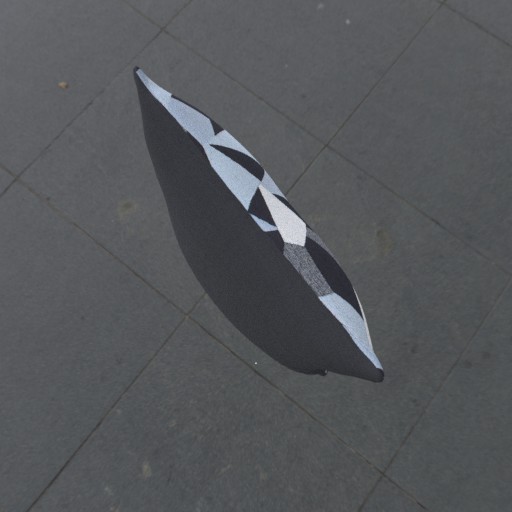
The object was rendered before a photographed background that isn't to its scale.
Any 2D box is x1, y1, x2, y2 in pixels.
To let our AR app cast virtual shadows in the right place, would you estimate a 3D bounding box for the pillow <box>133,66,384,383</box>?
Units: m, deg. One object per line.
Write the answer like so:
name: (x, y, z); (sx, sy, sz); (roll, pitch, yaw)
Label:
pillow: (0.000, 0.000, 0.757); (0.208, 0.496, 0.503); (-36, 79, -8)
